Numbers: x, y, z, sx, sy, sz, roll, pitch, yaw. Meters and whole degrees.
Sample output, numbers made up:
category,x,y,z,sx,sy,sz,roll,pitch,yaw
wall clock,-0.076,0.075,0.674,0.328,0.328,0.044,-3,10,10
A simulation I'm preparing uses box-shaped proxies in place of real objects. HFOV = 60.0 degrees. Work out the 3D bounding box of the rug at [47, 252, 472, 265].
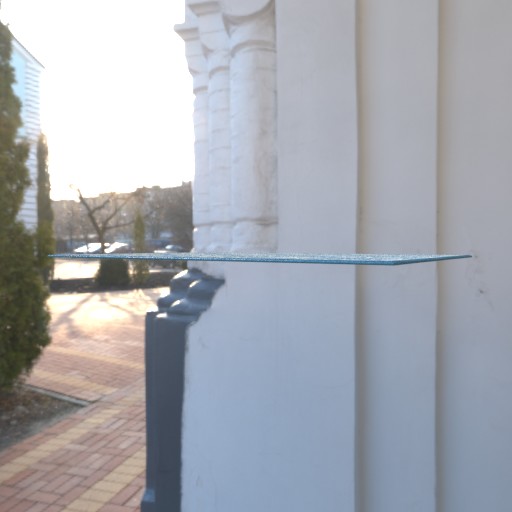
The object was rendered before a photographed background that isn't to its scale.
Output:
category,x,y,z,sx,sy,sz,roll,pitch,yaw
rug,0.000,0.000,3.456,2.769,0.018,1.830,1,1,35
